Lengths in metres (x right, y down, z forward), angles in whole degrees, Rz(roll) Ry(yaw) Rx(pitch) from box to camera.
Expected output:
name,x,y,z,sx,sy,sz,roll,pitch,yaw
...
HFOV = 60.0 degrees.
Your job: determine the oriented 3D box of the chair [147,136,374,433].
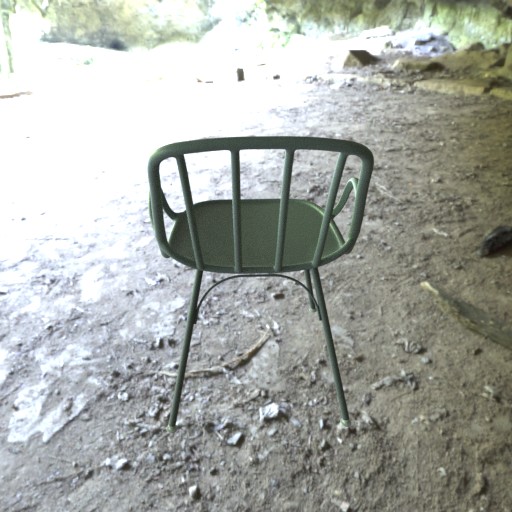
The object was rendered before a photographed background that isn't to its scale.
name,x,y,z,sx,sy,sz,roll,pitch,yaw
chair,0.000,0.000,1.230,0.549,0.816,0.597,-1,30,-2
